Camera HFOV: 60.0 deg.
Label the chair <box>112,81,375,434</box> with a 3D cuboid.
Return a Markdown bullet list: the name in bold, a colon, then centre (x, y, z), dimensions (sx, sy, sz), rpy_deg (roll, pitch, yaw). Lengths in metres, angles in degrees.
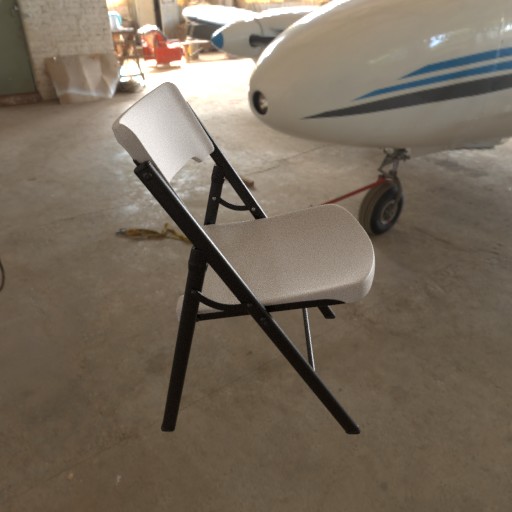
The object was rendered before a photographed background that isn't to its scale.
- **chair**: centre (0.000, 0.000, 1.124), dimensions (0.577, 0.765, 0.482), rpy_deg (0, 32, 1)
